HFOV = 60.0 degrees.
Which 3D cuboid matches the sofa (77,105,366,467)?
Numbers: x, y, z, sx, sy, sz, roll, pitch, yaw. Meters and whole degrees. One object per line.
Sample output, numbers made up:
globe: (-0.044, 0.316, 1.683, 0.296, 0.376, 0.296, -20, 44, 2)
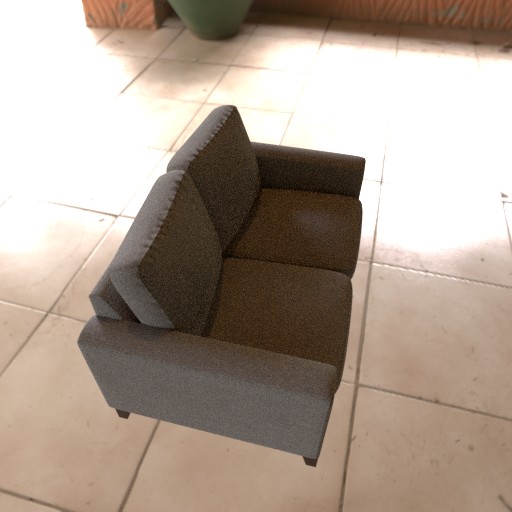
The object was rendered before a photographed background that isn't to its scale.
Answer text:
sofa: (0.000, 0.000, 2.026, 0.917, 0.873, 1.420, 10, 46, 10)
